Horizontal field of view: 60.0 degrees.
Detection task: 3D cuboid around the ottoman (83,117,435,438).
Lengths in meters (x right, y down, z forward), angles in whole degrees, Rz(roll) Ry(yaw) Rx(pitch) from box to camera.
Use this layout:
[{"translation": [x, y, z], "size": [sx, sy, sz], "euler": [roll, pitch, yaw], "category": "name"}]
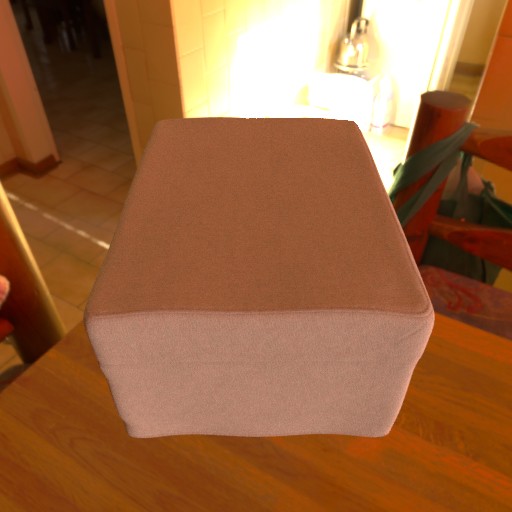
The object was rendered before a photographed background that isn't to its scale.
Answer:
[{"translation": [0.000, 0.000, 1.221], "size": [0.648, 0.461, 0.833], "euler": [0, 41, 0], "category": "ottoman"}]
